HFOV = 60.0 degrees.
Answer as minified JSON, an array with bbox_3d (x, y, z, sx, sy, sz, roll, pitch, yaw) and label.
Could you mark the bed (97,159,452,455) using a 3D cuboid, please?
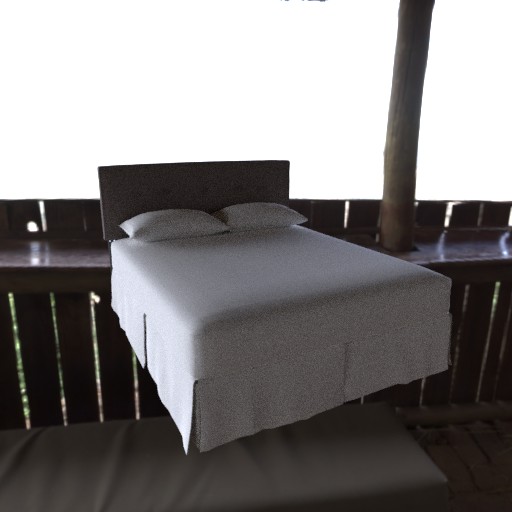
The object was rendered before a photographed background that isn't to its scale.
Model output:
[{"bbox_3d":[0.000,0.000,2.846,1.610,1.089,1.894,-8,18,-27],"label":"bed"}]
